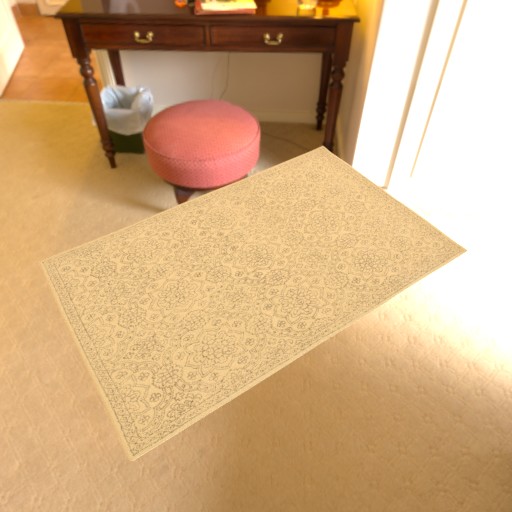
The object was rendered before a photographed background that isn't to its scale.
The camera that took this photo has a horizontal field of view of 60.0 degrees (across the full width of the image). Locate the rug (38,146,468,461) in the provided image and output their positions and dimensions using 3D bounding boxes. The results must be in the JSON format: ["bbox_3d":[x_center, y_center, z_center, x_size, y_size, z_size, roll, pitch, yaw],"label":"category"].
[{"bbox_3d":[0.000,0.000,2.939,2.434,0.023,1.518,-26,52,-23],"label":"rug"}]
